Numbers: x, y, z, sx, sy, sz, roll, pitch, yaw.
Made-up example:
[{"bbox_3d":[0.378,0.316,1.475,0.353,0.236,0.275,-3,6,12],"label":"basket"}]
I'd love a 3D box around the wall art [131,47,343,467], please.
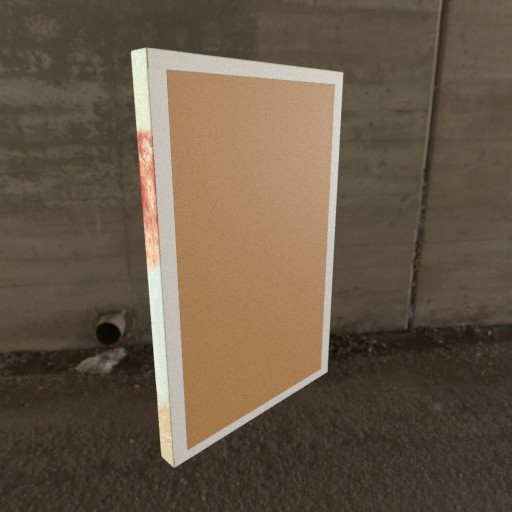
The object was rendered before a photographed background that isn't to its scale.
[{"bbox_3d":[0.000,0.000,0.758,0.401,0.610,0.038,-16,23,-42],"label":"wall art"}]
